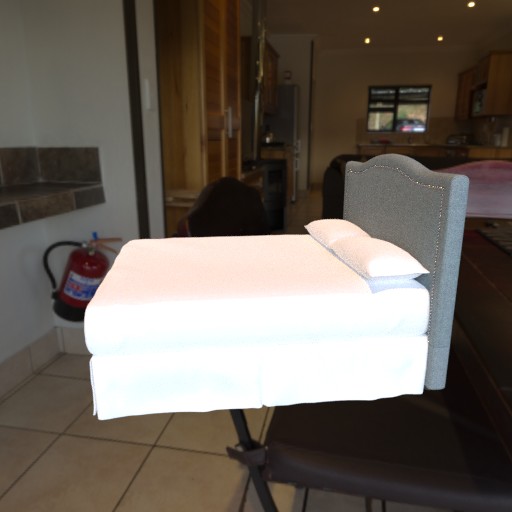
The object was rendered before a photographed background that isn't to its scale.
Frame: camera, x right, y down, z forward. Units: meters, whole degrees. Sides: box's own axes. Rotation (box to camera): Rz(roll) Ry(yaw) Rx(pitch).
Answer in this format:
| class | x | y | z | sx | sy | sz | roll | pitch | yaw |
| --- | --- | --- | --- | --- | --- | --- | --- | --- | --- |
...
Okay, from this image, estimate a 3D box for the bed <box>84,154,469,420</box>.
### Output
| class | x | y | z | sx | sy | sz | roll | pitch | yaw |
| --- | --- | --- | --- | --- | --- | --- | --- | --- | --- |
| bed | 0.000 | 0.000 | 3.264 | 2.143 | 1.460 | 1.753 | -2 | 15 | -8 |
